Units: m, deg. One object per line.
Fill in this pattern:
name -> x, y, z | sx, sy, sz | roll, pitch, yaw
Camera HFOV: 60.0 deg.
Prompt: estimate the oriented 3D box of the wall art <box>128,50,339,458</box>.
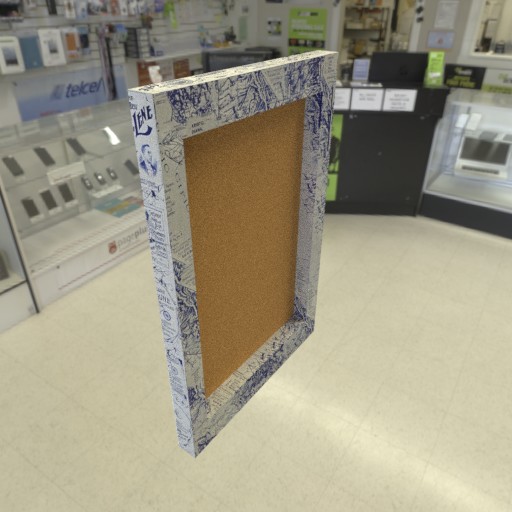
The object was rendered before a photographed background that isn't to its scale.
wall art -> 0.000, 0.000, 0.756 | 0.040, 0.601, 0.408 | 21, 37, 30
